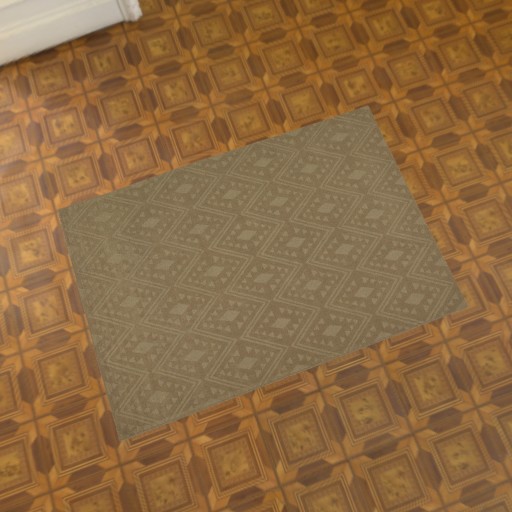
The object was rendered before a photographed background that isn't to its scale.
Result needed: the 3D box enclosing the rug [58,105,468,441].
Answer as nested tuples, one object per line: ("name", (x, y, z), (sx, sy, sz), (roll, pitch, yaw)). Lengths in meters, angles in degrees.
("rug", (0.000, 0.000, 2.317), (1.829, 0.034, 1.252), (-20, 76, -5))
